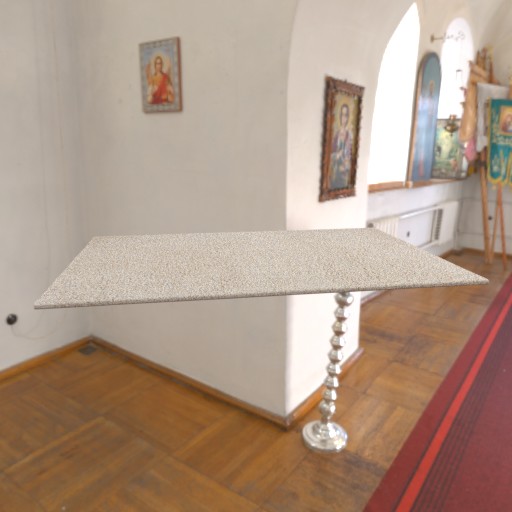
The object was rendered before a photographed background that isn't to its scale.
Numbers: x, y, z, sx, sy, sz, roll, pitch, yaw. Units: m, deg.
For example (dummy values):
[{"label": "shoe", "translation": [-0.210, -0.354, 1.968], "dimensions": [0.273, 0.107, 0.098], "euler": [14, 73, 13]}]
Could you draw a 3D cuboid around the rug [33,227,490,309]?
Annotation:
[{"label": "rug", "translation": [0.000, 0.000, 3.455], "dimensions": [2.743, 0.030, 1.778], "euler": [-2, 15, -9]}]
